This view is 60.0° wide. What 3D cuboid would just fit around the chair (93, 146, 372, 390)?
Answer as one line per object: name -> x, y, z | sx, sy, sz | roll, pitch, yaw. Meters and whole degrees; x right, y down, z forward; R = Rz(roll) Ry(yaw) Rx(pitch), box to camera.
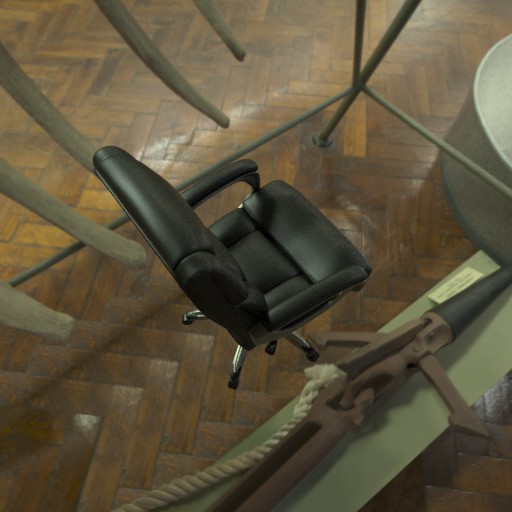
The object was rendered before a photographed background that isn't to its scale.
chair -> 0.000, 0.000, 1.606 | 0.739, 1.155, 0.663 | -33, 64, -18
